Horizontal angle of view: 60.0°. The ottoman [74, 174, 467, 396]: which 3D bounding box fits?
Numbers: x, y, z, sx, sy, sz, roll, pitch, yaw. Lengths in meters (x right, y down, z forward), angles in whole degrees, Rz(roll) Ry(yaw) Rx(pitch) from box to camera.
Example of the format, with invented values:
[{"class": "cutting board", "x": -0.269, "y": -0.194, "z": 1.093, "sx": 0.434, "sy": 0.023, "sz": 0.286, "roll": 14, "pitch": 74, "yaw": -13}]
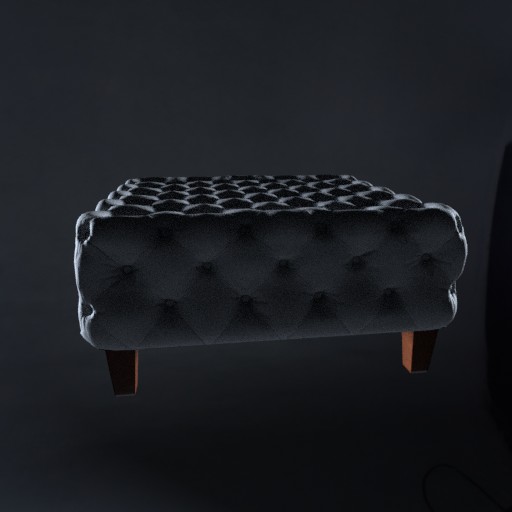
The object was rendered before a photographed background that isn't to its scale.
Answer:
[{"class": "ottoman", "x": 0.000, "y": 0.000, "z": 1.172, "sx": 0.758, "sy": 0.365, "sz": 0.764, "roll": -2, "pitch": 16, "yaw": -8}]
